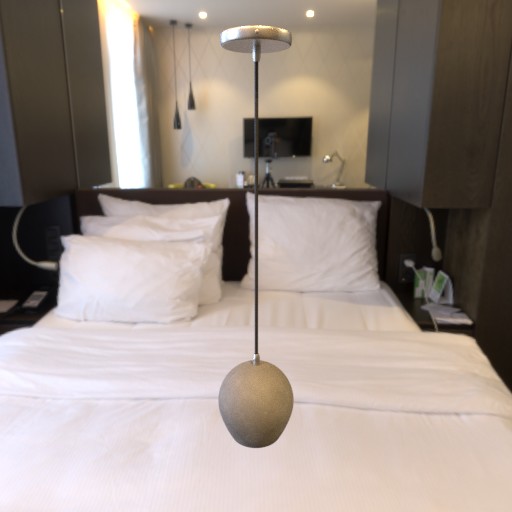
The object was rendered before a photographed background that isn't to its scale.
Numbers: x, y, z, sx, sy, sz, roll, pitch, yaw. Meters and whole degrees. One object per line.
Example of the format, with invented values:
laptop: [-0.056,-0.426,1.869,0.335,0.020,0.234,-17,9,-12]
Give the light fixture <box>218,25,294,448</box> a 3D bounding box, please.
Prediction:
light fixture: [0.000,0.000,0.831,0.153,0.760,0.153,-8,16,-28]
